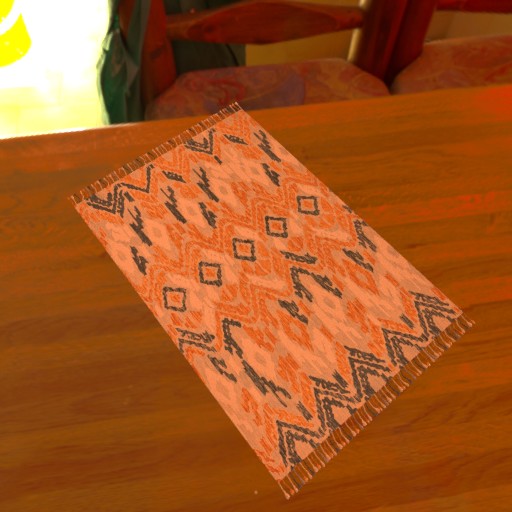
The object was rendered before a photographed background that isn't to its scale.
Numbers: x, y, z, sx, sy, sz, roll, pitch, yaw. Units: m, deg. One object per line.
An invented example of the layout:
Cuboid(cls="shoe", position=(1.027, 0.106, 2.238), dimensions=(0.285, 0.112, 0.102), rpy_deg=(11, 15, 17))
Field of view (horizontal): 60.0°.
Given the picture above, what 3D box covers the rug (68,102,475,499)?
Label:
Cuboid(cls="rug", position=(0.000, 0.000, 2.949), dimensions=(1.533, 0.010, 2.428), rpy_deg=(-35, 67, -17))
